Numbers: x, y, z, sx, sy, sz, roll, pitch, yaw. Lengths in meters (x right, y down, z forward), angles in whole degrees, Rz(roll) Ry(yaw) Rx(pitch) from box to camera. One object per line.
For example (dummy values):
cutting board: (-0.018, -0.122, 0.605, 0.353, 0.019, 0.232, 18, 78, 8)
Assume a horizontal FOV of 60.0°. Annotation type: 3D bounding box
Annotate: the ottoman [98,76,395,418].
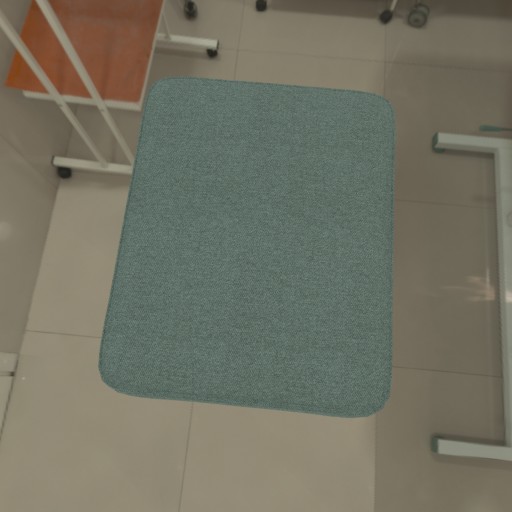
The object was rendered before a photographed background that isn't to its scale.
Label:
ottoman: (0.000, 0.000, 1.128, 0.589, 0.537, 0.738, 5, 75, 1)
